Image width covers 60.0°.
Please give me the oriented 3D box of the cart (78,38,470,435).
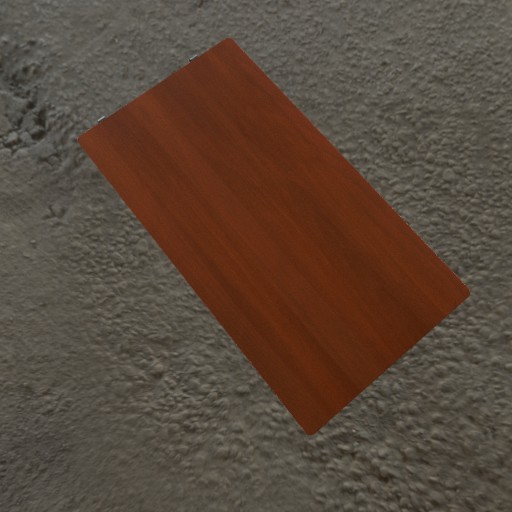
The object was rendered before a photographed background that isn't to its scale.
[{"bbox_3d":[0.000,0.000,1.439,0.457,0.927,0.899,-38,78,-9],"label":"cart"}]
